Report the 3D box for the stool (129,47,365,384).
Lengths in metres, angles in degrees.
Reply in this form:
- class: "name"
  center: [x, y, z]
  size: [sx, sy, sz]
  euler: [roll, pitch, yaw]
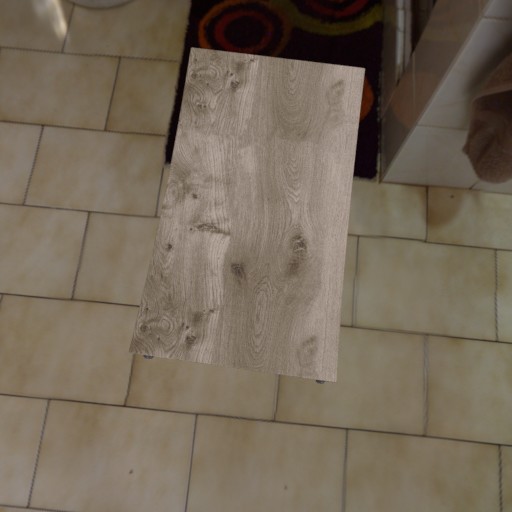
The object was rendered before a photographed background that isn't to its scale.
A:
- class: "stool"
  center: [0.000, 0.000, 0.896]
  size: [0.330, 0.635, 0.450]
  euler: [8, 76, 2]
